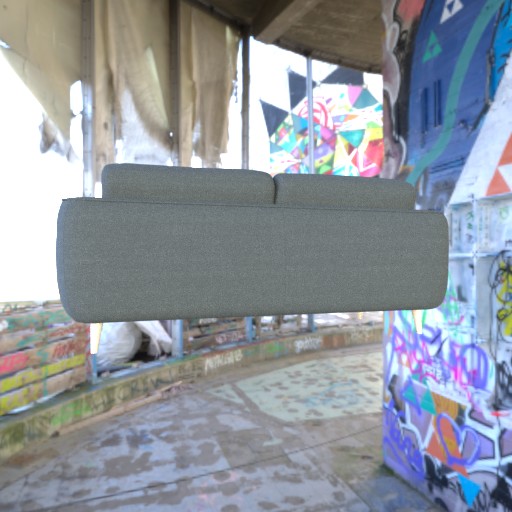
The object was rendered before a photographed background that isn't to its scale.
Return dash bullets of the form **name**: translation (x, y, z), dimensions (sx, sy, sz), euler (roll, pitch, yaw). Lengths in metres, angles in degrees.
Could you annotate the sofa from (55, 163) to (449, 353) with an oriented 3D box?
- **sofa**: translation (0.000, 0.000, 2.480), dimensions (2.000, 0.850, 0.920), euler (0, 0, -17)
